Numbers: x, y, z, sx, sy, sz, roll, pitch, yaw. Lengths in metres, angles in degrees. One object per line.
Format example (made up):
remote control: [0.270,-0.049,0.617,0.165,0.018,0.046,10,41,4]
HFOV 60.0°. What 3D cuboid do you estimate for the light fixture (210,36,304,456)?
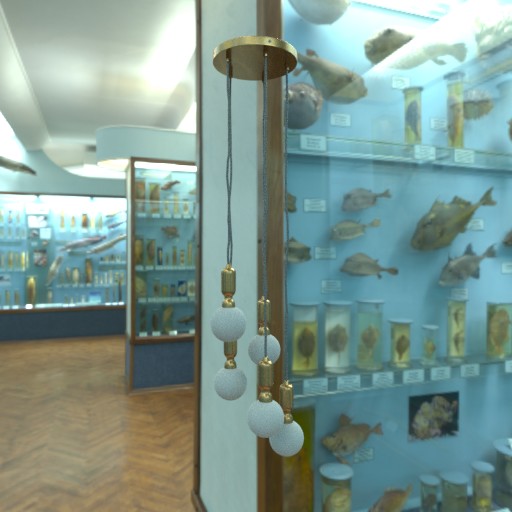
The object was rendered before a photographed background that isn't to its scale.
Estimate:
light fixture: [0.000,0.000,0.505,0.108,0.457,0.105,0,0,-18]
